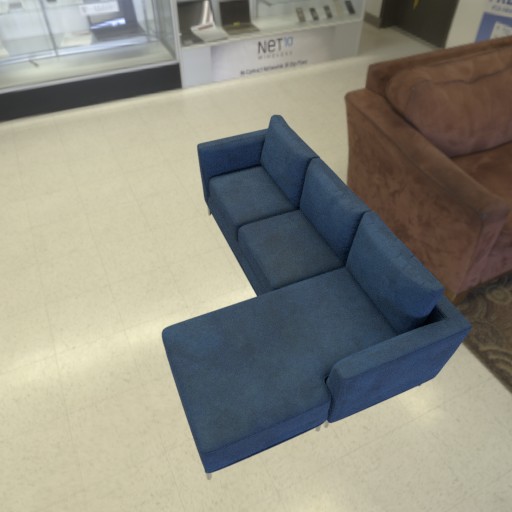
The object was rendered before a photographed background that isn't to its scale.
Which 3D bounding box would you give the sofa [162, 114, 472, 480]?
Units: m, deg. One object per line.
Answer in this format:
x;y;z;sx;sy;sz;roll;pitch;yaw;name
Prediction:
0.000;0.000;3.221;1.622;0.987;2.438;-17;48;-16;sofa
